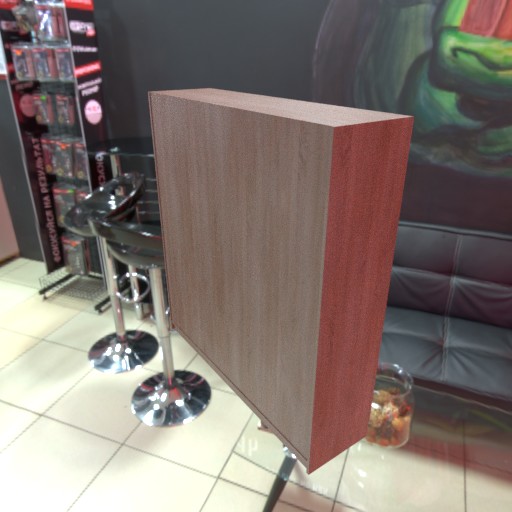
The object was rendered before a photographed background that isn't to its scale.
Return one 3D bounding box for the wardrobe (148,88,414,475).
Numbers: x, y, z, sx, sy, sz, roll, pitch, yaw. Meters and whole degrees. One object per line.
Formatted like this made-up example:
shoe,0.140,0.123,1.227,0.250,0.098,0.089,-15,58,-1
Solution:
wardrobe,0.000,0.000,3.254,0.598,2.159,1.998,-17,30,-32
